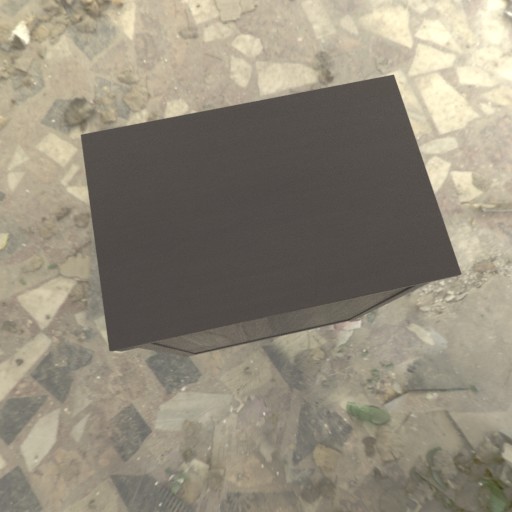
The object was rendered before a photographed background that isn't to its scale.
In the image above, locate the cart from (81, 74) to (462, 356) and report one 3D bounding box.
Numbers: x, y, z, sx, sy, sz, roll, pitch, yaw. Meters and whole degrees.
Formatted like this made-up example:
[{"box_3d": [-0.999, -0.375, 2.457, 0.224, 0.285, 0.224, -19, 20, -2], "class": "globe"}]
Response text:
[{"box_3d": [0.000, 0.000, 1.284, 0.690, 0.878, 0.449, -12, 76, -3], "class": "cart"}]
